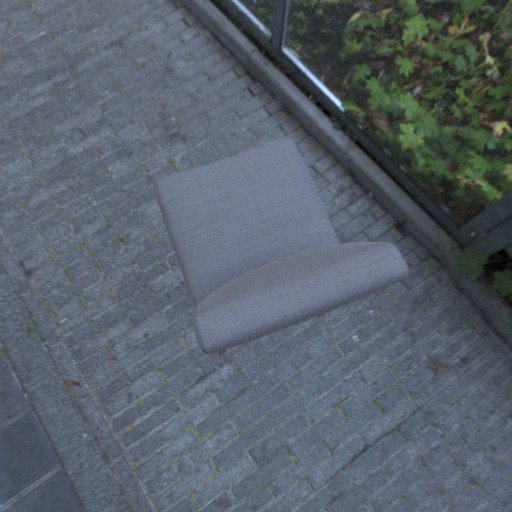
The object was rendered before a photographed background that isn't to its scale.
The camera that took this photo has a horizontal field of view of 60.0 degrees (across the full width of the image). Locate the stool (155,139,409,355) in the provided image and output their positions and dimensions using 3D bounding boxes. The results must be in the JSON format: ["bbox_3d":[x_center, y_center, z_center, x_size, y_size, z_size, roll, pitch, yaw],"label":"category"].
[{"bbox_3d":[0.000,0.000,1.396,0.483,1.112,0.570,-20,75,-6],"label":"stool"}]
